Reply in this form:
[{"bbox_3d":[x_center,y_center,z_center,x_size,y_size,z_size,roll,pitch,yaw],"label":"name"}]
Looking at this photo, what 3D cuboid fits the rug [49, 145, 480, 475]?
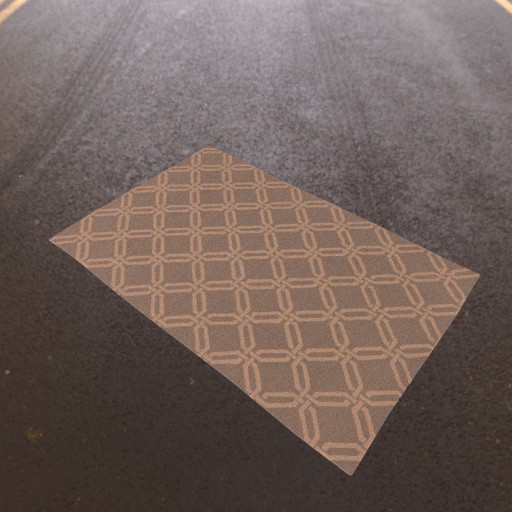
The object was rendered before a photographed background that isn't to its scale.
[{"bbox_3d":[0.000,0.000,2.125,1.754,0.010,1.148,31,53,27],"label":"rug"}]
